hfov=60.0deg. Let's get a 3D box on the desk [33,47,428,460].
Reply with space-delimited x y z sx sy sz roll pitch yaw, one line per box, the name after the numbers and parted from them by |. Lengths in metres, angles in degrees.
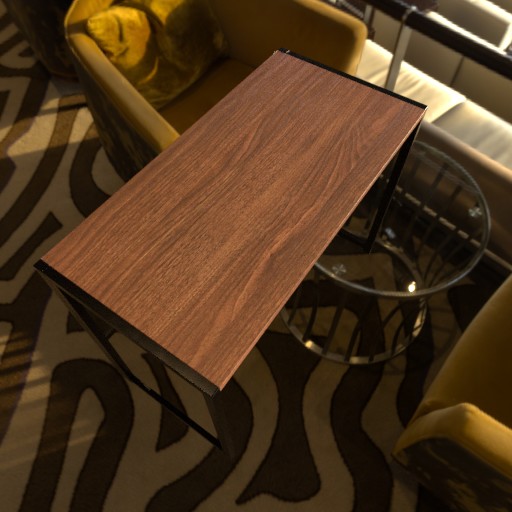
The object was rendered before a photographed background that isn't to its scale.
0.000 0.000 1.452 0.508 0.762 1.016 30 62 18 | desk
